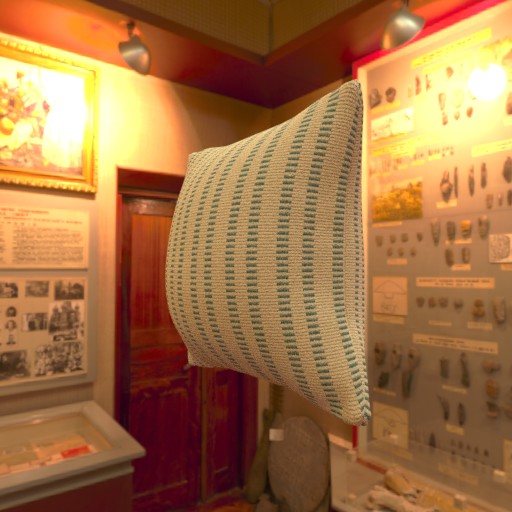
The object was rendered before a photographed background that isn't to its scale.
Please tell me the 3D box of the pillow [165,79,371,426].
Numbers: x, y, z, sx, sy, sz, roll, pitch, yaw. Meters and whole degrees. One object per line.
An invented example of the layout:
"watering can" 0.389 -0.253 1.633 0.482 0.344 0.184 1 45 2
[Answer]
"pillow" 0.000 0.000 0.703 0.247 0.419 0.438 1 -2 -36
